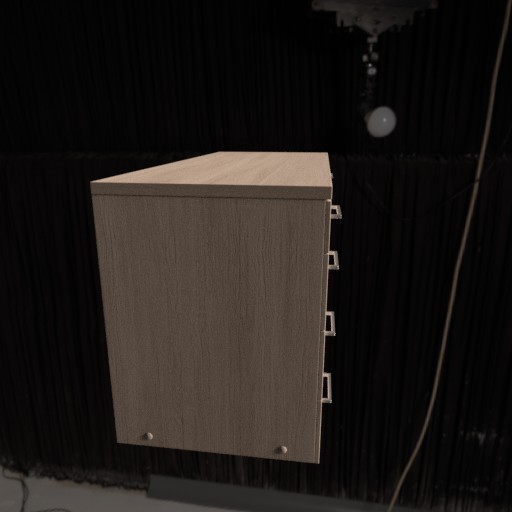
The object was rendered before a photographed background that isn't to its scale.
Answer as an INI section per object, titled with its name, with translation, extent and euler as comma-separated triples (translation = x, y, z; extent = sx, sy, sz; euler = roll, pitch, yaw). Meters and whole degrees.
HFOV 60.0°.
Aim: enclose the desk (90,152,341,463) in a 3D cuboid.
[desk]
translation = 0.000, 0.000, 1.778
extent = 0.600, 0.740, 1.390
euler = 2, 16, 8
